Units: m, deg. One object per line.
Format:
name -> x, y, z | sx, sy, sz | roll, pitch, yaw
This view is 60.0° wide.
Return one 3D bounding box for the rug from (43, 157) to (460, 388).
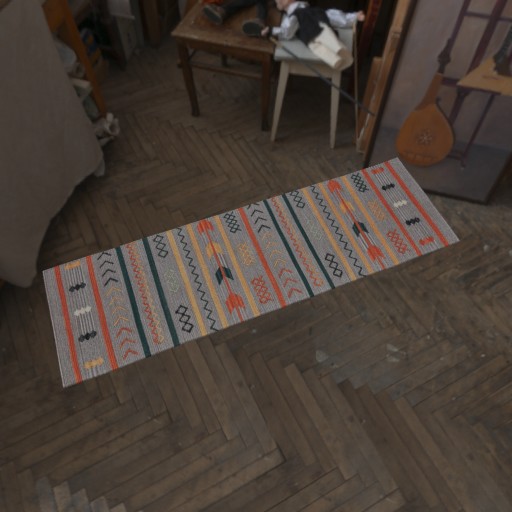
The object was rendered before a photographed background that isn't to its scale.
rug -> 0.000, 0.000, 2.671 | 2.419, 0.022, 0.744 | -19, 61, -11
